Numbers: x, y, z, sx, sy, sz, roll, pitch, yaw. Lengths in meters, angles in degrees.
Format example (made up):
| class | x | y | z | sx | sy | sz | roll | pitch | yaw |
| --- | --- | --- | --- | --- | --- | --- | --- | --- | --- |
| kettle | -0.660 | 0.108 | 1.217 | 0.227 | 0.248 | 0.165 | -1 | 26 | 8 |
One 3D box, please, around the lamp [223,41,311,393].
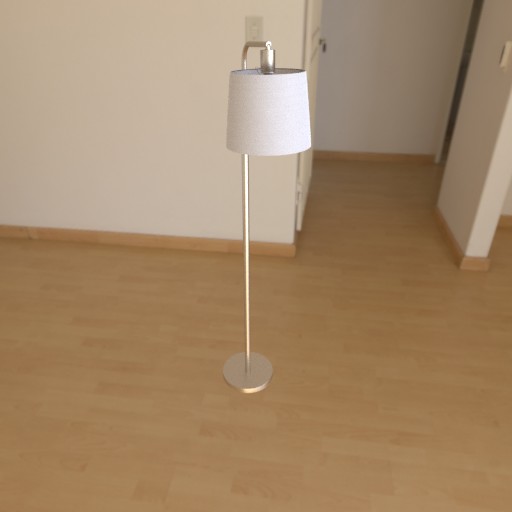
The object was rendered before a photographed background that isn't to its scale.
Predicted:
| class | x | y | z | sx | sy | sz | roll | pitch | yaw |
| --- | --- | --- | --- | --- | --- | --- | --- | --- | --- |
| lamp | 0.000 | 0.000 | 1.669 | 0.254 | 1.478 | 0.508 | -9 | 32 | -15 |
